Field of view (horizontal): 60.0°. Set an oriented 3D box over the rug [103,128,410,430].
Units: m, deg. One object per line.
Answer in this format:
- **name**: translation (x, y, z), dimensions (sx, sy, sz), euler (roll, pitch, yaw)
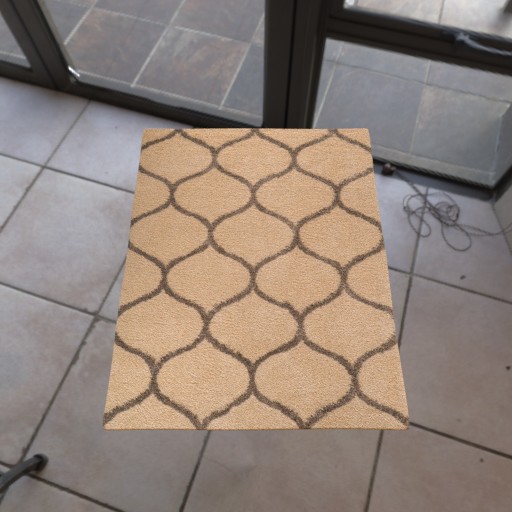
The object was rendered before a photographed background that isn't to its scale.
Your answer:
- **rug**: translation (0.000, 0.000, 4.087), dimensions (2.399, 0.026, 3.000), euler (0, 65, 0)
